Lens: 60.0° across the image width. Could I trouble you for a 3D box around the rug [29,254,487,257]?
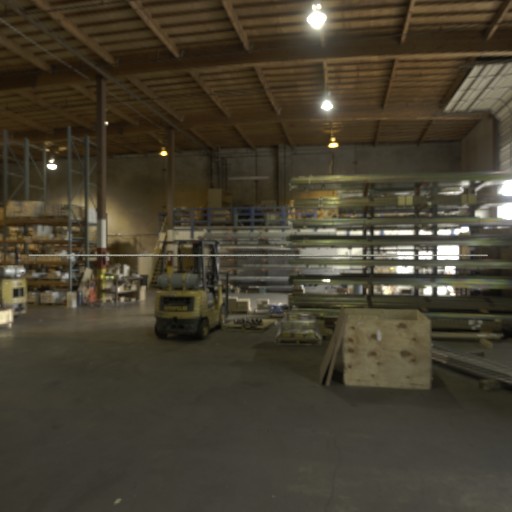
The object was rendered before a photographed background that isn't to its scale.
[{"bbox_3d":[0.000,0.000,4.140,3.045,0.008,2.421,0,0,-2],"label":"rug"}]
